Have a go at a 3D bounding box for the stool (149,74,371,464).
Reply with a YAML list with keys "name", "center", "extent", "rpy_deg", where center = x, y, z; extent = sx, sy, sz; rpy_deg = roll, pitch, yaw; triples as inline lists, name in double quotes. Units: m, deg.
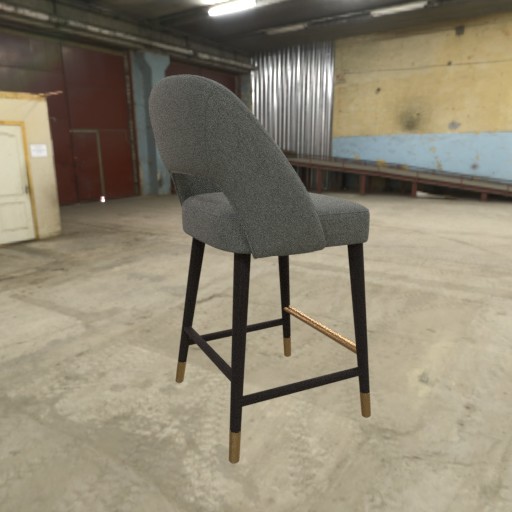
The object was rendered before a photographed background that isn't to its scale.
- name: "stool"
  center: [0.000, 0.000, 1.269]
  extent: [0.524, 0.925, 0.536]
  rpy_deg: [-7, 15, -27]
